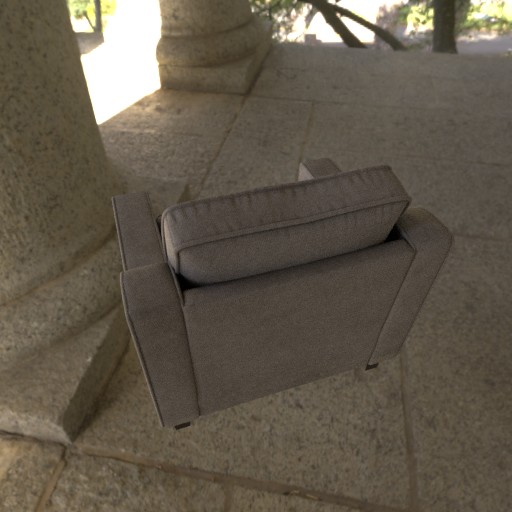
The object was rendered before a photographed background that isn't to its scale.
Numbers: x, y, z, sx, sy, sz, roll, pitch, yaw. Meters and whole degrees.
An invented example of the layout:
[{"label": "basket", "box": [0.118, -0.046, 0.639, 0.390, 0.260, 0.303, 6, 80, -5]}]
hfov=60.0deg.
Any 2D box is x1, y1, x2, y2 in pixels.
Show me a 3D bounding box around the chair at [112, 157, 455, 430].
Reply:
[{"label": "chair", "box": [0.000, 0.000, 1.636, 0.926, 0.944, 0.840, -13, 44, -14]}]
